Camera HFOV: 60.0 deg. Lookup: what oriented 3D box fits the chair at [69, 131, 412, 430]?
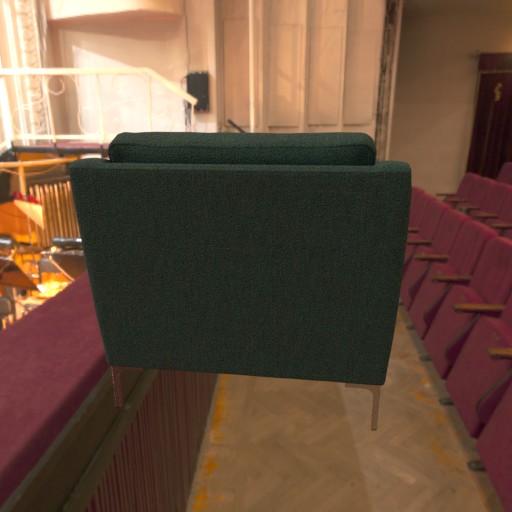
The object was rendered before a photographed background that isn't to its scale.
[{"bbox_3d":[0.000,0.000,1.521,0.847,0.828,0.849,2,16,8],"label":"chair"}]
